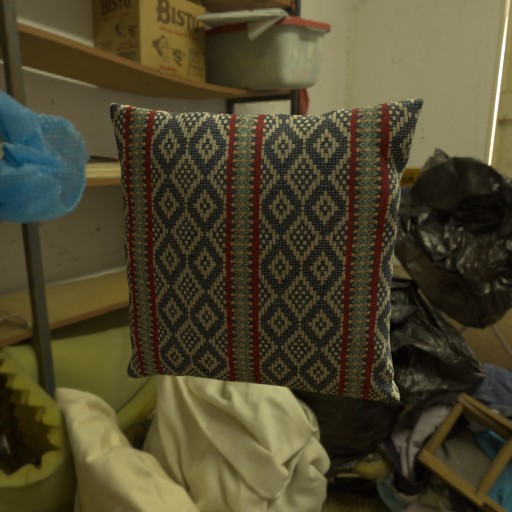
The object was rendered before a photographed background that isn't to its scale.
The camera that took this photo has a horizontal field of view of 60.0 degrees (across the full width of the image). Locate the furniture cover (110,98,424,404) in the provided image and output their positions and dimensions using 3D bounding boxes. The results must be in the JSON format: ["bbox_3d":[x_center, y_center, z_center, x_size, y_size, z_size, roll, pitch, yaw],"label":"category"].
[{"bbox_3d":[0.000,0.000,0.646,0.431,0.431,0.139,2,14,10],"label":"furniture cover"}]
